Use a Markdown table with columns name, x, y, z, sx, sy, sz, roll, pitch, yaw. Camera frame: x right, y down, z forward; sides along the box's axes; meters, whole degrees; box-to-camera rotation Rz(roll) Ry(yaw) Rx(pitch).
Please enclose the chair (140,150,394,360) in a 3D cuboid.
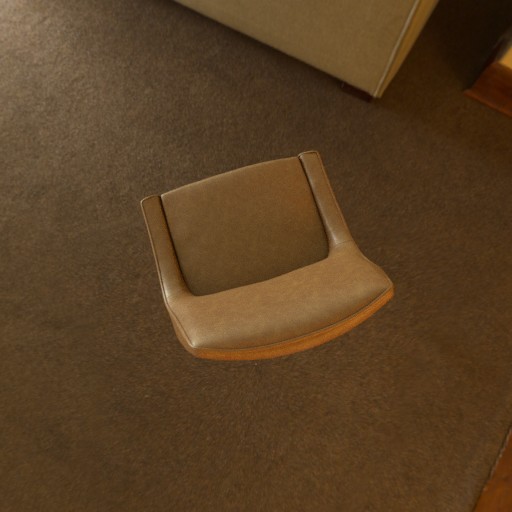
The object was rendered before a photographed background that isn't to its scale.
| name | x | y | z | sx | sy | sz | roll | pitch | yaw |
| --- | --- | --- | --- | --- | --- | --- | --- | --- | --- |
| chair | 0.000 | 0.000 | 1.191 | 0.529 | 0.861 | 0.544 | -17 | 77 | -4 |
